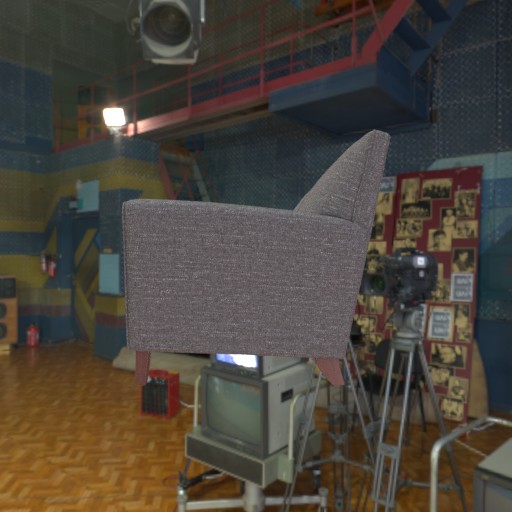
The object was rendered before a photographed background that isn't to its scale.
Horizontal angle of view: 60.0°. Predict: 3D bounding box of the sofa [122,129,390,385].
[{"bbox_3d":[0.000,0.000,2.393,0.875,0.846,1.976,0,1,0],"label":"sofa"}]
